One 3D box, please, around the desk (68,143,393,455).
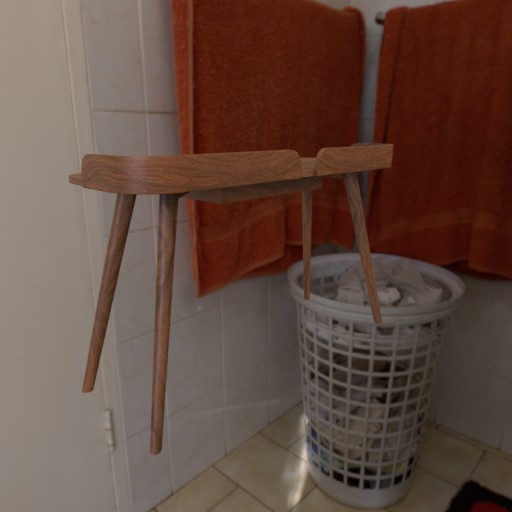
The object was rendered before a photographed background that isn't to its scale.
[{"bbox_3d":[0.000,0.000,1.674,0.486,0.800,1.256,15,22,43],"label":"desk"}]
